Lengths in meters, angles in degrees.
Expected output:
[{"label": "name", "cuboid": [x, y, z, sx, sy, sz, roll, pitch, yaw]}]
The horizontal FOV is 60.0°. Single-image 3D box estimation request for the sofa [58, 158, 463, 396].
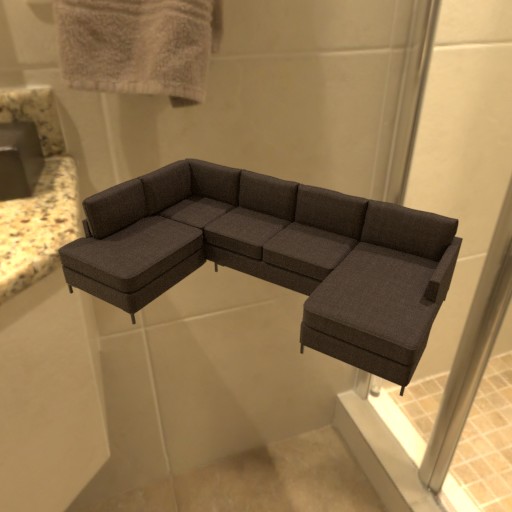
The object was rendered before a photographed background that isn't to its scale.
[{"label": "sofa", "cuboid": [0.000, 0.000, 4.353, 3.423, 0.999, 2.048, 18, 36, 28]}]
